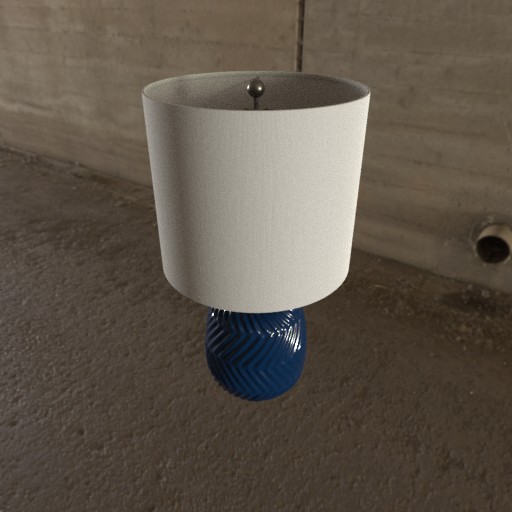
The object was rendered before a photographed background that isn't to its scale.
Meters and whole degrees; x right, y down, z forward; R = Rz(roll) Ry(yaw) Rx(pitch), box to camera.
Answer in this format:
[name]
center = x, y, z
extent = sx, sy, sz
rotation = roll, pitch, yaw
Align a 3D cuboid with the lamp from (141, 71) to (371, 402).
[lamp]
center = 0.000, 0.000, 0.492
extent = 0.203, 0.368, 0.203
rotation = 1, 30, 2
